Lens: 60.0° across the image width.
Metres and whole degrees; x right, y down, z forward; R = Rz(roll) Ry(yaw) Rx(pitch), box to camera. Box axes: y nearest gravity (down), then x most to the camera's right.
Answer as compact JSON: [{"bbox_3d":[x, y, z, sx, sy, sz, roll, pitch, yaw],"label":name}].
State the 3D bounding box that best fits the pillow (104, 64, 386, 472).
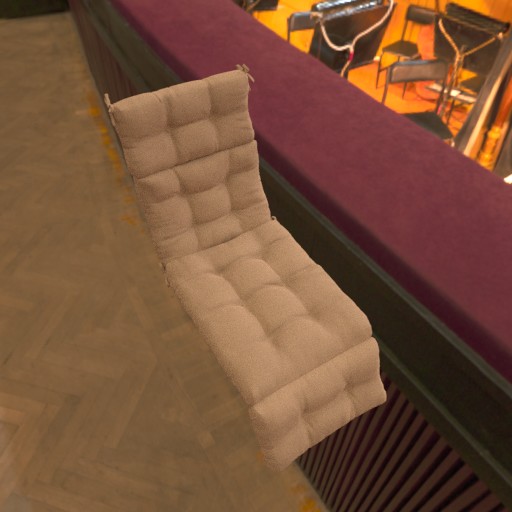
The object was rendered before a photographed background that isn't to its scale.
[{"bbox_3d":[0.000,0.000,1.469,0.526,0.863,1.016,-24,51,-21],"label":"pillow"}]
